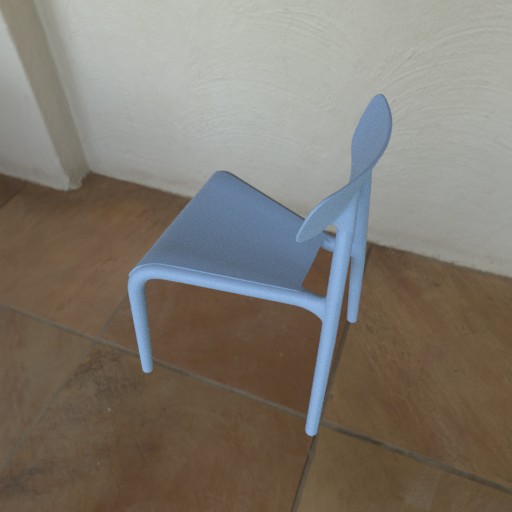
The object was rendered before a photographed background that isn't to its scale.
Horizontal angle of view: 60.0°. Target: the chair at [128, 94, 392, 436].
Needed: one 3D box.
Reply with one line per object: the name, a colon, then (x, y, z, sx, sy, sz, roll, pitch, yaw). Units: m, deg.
chair: (0.000, 0.000, 0.824, 0.401, 0.580, 0.356, 18, 50, 16)
